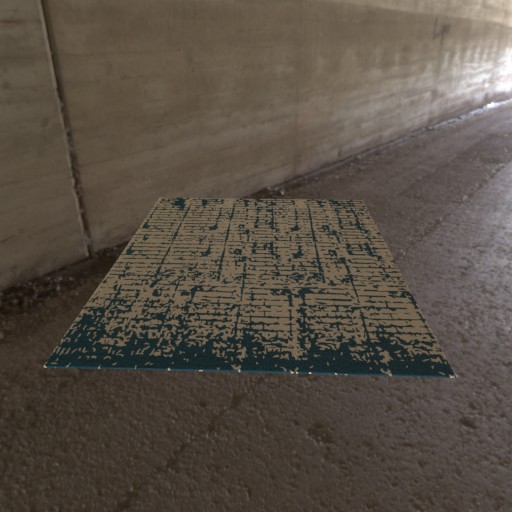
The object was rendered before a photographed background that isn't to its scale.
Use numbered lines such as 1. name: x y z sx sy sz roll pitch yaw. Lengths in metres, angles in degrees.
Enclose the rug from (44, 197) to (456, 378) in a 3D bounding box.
1. rug: 0.000 0.000 3.933 2.416 0.014 3.017 1 27 2
